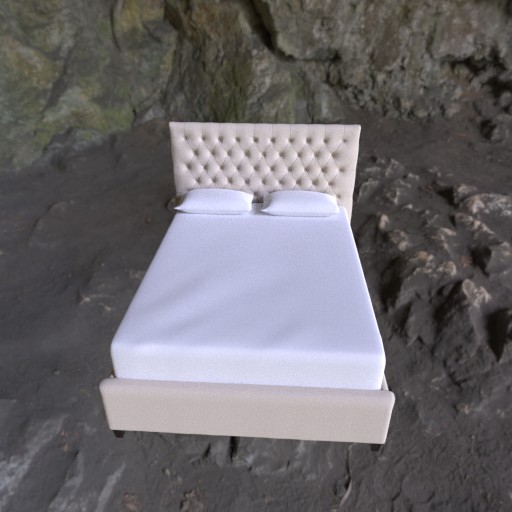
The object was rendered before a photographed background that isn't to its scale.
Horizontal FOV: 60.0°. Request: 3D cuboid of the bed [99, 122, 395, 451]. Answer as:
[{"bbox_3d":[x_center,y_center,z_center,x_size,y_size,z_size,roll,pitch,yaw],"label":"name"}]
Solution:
[{"bbox_3d":[0.000,0.000,3.306,1.696,1.426,2.233,2,31,3],"label":"bed"}]
